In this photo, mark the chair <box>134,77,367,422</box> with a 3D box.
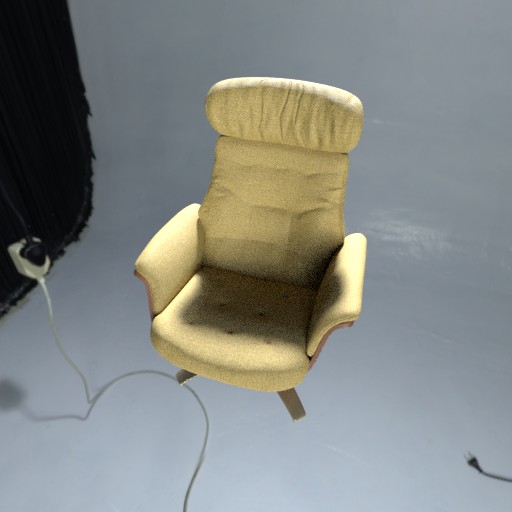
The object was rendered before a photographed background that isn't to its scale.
[{"bbox_3d":[0.000,0.000,1.581,0.785,0.995,0.837,12,43,14],"label":"chair"}]
